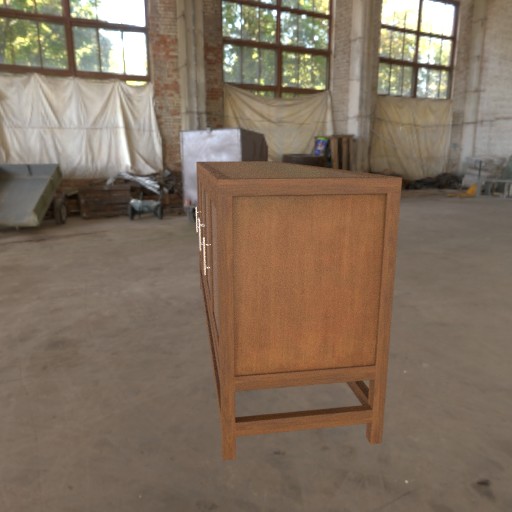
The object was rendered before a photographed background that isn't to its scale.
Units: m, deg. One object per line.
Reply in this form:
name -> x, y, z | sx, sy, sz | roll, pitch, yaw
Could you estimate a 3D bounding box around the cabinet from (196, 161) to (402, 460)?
cabinet -> 0.000, 0.000, 2.069 | 0.522, 0.820, 1.708 | -2, 14, -9
